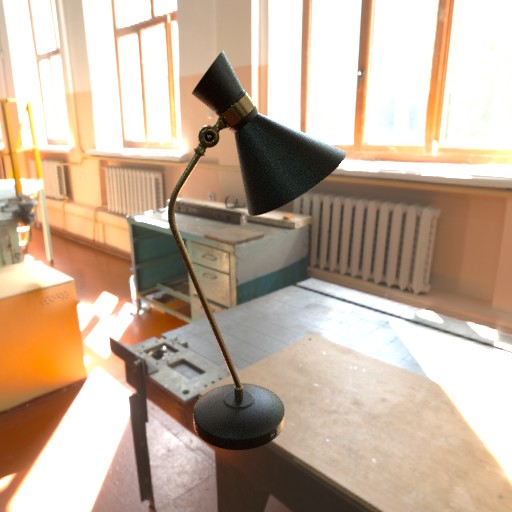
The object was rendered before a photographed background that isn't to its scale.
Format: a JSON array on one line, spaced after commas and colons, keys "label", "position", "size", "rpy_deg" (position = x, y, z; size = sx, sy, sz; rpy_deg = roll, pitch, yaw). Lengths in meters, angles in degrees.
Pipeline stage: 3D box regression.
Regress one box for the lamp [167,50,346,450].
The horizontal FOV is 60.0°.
[{"label": "lamp", "position": [0.000, 0.000, 0.766], "size": [0.292, 0.647, 0.189], "rpy_deg": [-3, 16, -10]}]
